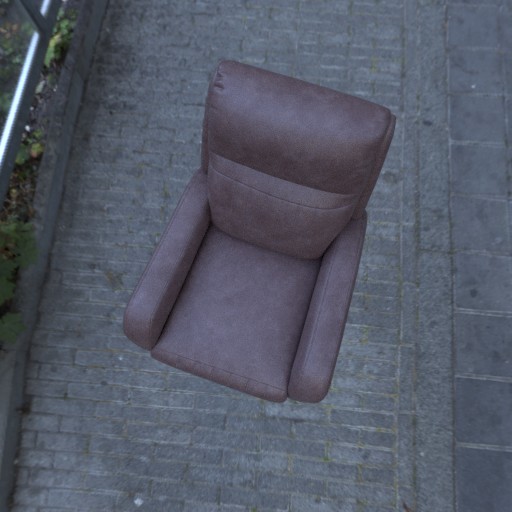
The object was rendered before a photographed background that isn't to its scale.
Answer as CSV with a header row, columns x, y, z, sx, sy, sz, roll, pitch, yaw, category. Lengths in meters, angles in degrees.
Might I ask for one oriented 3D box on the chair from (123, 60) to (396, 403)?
x,y,z,sx,sy,sz,roll,pitch,yaw,category
0.000,0.000,1.837,0.865,1.067,1.067,18,75,5,chair
